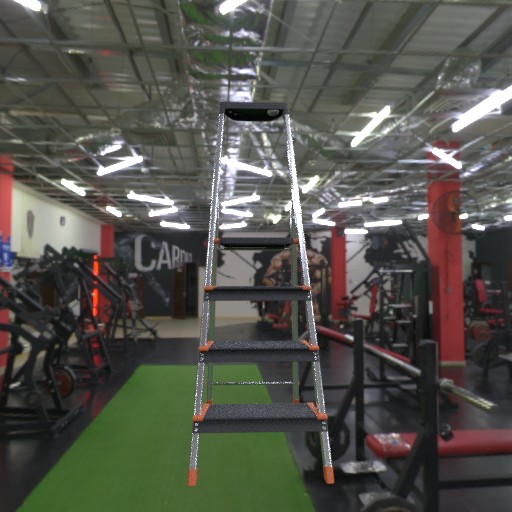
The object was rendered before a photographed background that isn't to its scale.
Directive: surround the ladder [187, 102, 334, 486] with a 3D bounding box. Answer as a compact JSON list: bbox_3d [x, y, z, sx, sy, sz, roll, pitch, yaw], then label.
[{"bbox_3d":[0.000,0.000,1.793,0.452,1.429,0.834,0,-2,-2],"label":"ladder"}]
